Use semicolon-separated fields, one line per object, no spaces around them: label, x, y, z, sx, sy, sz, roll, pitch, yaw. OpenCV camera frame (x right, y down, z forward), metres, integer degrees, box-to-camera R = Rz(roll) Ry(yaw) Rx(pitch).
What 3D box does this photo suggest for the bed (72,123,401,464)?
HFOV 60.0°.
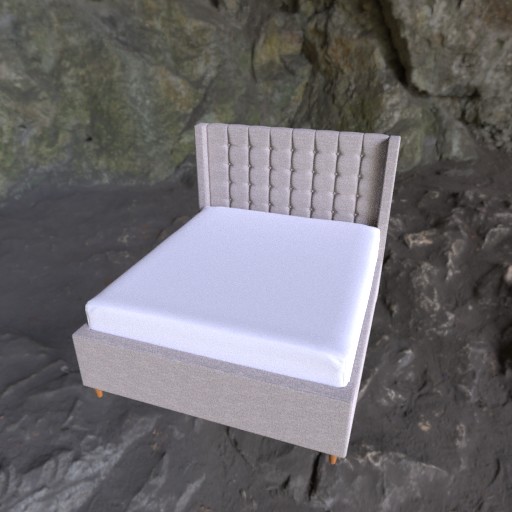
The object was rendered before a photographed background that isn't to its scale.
bed;0.000;0.000;3.823;2.044;1.748;2.372;9;28;17
